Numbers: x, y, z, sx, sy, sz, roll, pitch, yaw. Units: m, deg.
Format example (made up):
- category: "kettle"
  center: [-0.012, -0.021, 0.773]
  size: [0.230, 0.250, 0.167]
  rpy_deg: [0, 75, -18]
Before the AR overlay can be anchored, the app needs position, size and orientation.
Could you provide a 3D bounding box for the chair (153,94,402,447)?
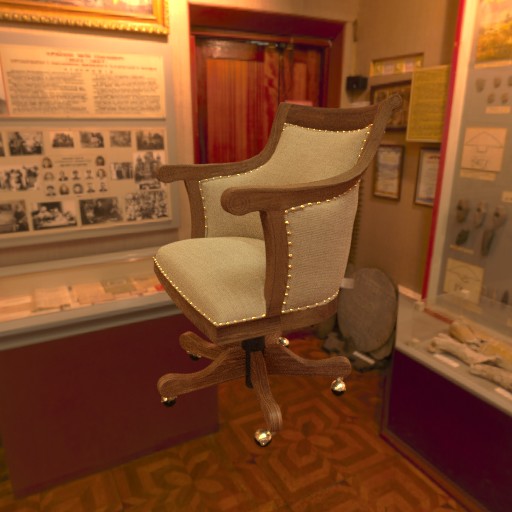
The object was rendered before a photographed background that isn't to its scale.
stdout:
- category: "chair"
  center: [0.000, 0.000, 1.428]
  size: [0.689, 0.965, 0.656]
  rpy_deg: [-8, 19, -25]
